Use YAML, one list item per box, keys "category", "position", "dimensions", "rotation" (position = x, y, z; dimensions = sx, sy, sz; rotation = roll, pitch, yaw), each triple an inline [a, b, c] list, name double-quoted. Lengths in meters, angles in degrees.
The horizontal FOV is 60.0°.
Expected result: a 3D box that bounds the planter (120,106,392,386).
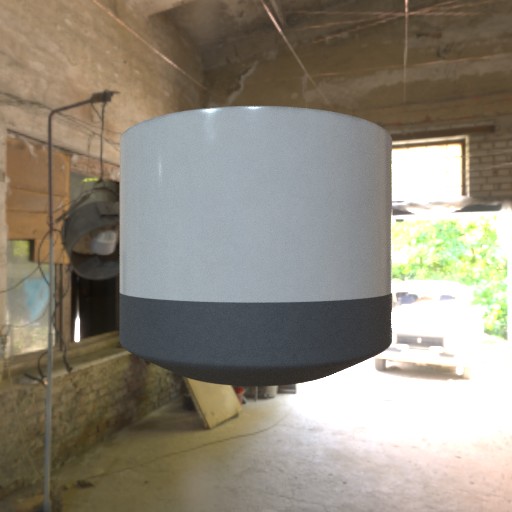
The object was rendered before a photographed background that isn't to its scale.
- category: "planter"
  position: [0.000, 0.000, 0.218]
  dimensions: [0.128, 0.105, 0.128]
  rotation: [0, 0, 0]
